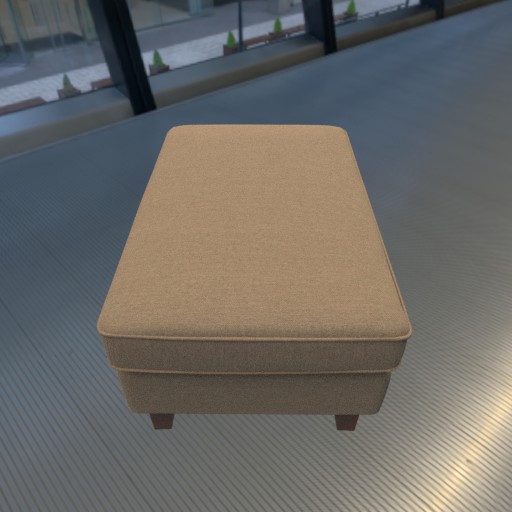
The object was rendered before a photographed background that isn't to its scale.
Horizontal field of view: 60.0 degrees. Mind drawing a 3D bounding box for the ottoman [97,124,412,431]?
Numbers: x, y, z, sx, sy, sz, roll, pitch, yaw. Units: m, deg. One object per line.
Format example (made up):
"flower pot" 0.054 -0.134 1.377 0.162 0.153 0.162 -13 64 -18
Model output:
"ottoman" 0.000 0.000 1.321 0.636 0.521 0.945 0 41 0
